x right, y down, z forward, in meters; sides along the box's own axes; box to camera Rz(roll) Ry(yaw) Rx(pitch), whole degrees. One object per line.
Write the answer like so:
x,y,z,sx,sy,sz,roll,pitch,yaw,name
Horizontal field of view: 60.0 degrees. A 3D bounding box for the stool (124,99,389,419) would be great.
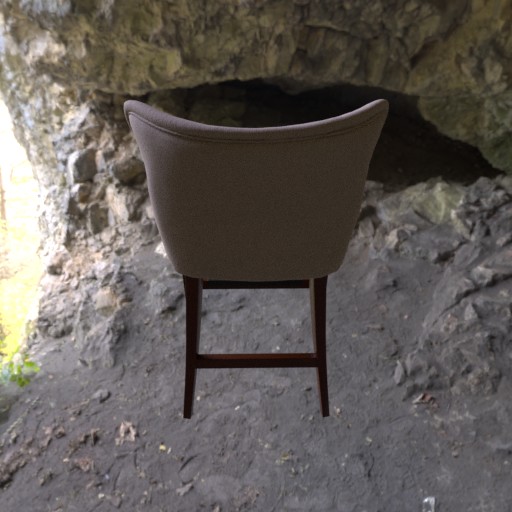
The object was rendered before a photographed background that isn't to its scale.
0.000,0.000,1.329,0.601,0.951,0.570,0,31,-1,stool
